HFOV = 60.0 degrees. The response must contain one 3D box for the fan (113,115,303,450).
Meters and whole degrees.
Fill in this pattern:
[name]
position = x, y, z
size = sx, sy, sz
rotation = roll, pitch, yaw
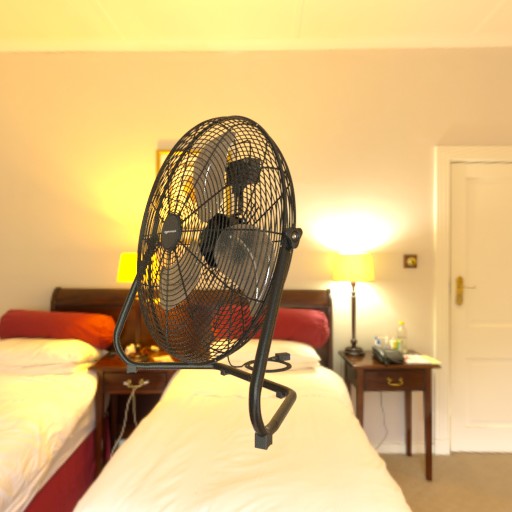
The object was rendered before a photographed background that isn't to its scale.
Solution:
[fan]
position = 0.000, 0.000, 0.942
size = 0.424, 0.546, 0.555
rotation = 0, 0, -37
